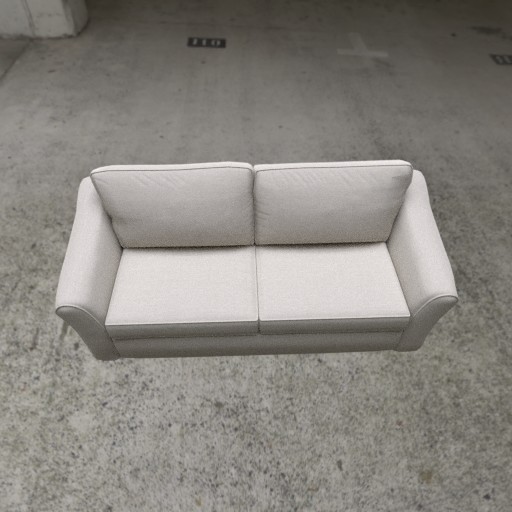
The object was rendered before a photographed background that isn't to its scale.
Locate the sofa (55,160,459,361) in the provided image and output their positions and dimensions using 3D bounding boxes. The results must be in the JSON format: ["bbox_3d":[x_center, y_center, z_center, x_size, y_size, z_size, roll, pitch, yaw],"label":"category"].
[{"bbox_3d":[0.000,0.000,2.800,2.270,0.965,0.980,-1,46,-1],"label":"sofa"}]
